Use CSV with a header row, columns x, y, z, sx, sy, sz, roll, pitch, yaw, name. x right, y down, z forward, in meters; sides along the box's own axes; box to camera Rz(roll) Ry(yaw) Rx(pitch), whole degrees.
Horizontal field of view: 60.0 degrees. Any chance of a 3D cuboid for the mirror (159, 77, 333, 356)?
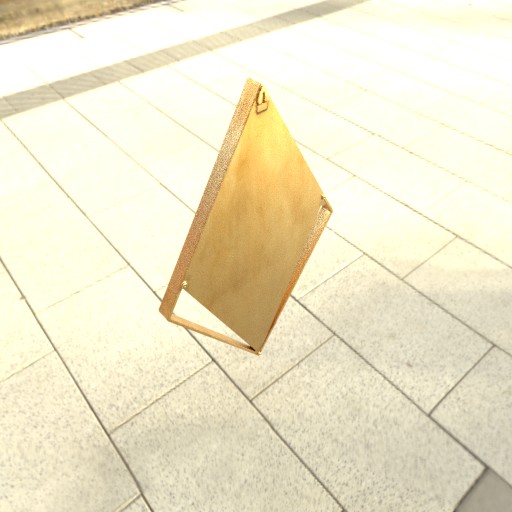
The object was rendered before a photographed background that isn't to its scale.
x,y,z,sx,sy,sz,roll,pitch,yaw,name
0.000,0.000,0.842,0.419,0.679,0.032,-33,54,-28,mirror
